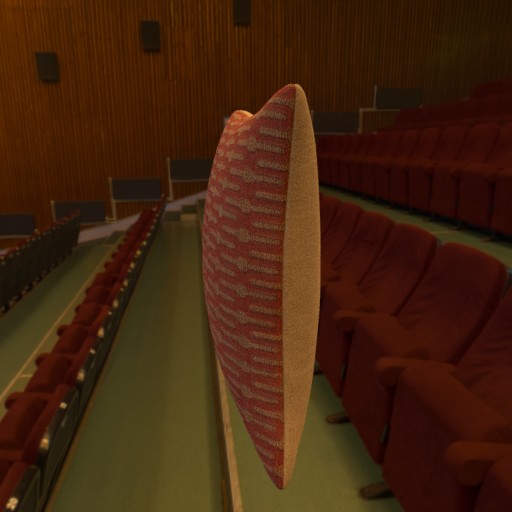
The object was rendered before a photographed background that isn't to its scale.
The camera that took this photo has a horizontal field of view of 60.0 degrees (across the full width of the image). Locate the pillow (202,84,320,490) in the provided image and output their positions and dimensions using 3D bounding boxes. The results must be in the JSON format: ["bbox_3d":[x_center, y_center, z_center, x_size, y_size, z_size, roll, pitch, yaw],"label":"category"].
[{"bbox_3d":[0.000,0.000,0.758,0.182,0.503,0.511,-2,15,-9],"label":"pillow"}]
